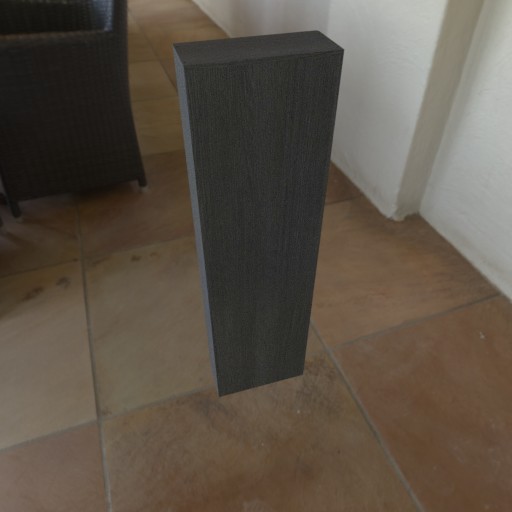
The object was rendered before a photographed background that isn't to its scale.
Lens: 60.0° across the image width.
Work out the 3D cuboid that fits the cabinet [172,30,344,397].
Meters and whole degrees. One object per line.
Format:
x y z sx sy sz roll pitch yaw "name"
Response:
0.000 0.000 1.997 0.500 1.790 0.230 -11 43 -12 "cabinet"
